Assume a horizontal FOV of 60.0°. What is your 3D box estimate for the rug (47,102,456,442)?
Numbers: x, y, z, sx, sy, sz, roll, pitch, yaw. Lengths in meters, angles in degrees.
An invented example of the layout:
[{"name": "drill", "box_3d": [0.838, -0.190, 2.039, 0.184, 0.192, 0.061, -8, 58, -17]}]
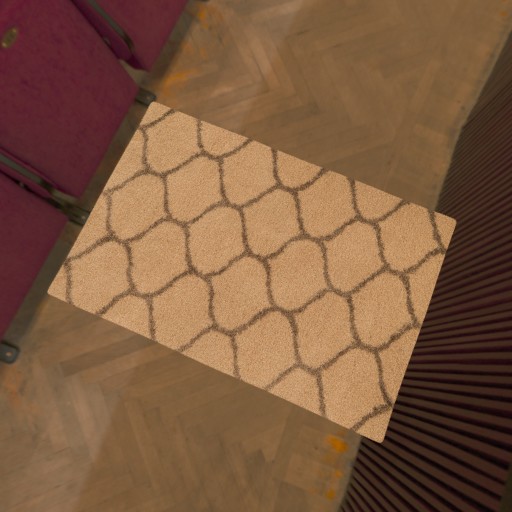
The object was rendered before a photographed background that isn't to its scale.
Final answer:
[{"name": "rug", "box_3d": [0.000, 0.000, 3.448, 2.701, 0.026, 1.801, 23, 77, 6]}]
